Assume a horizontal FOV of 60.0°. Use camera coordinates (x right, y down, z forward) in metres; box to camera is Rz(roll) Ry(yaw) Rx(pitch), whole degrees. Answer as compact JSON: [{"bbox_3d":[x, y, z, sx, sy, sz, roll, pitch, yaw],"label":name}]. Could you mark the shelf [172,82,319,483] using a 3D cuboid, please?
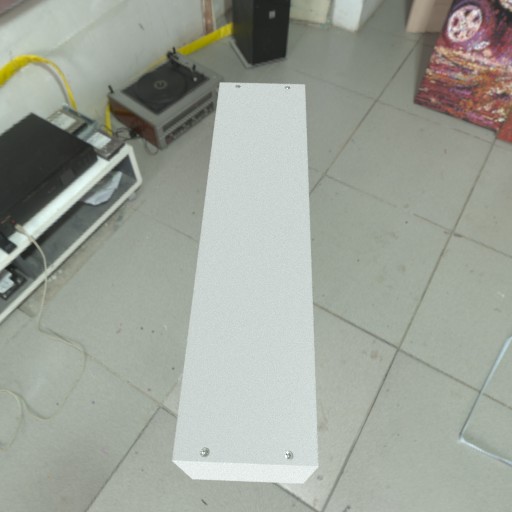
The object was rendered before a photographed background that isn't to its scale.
[{"bbox_3d":[0.000,0.000,0.686,0.150,0.170,0.610,2,58,1],"label":"shelf"}]
